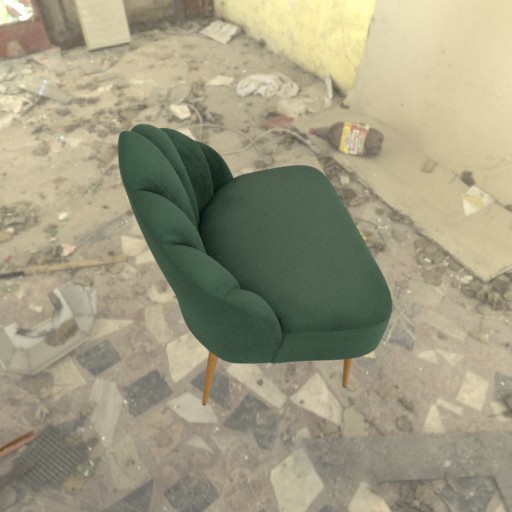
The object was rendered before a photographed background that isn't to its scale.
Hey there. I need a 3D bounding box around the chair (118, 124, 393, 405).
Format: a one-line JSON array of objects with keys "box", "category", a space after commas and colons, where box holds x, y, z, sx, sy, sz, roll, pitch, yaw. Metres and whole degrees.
[{"box": [0.000, 0.000, 1.261, 0.599, 0.819, 0.657, -9, 47, -9], "category": "chair"}]
